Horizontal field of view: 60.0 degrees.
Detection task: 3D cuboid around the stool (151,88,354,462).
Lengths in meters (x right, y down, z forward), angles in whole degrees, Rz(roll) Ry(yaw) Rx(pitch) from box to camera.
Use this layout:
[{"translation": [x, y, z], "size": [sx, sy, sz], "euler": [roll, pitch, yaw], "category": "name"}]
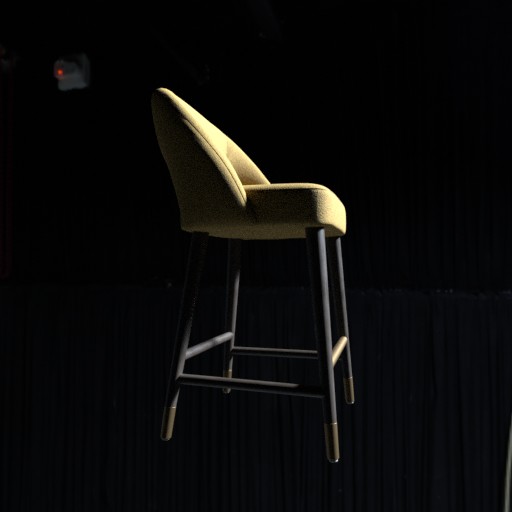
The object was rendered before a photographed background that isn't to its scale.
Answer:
[{"translation": [0.000, 0.000, 1.291], "size": [0.522, 0.939, 0.536], "euler": [0, -1, 17], "category": "stool"}]
